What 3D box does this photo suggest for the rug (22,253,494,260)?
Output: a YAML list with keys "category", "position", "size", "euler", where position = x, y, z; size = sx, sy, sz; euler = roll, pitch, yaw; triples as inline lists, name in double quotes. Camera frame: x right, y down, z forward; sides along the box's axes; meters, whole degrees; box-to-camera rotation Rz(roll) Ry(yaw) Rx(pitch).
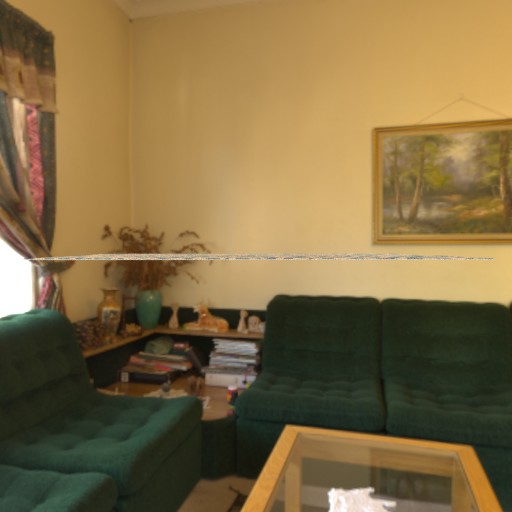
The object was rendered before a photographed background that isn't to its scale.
- category: "rug"
  position: [0.000, 0.000, 3.045]
  size: [2.447, 0.011, 1.520]
  euler: [0, 1, -2]
